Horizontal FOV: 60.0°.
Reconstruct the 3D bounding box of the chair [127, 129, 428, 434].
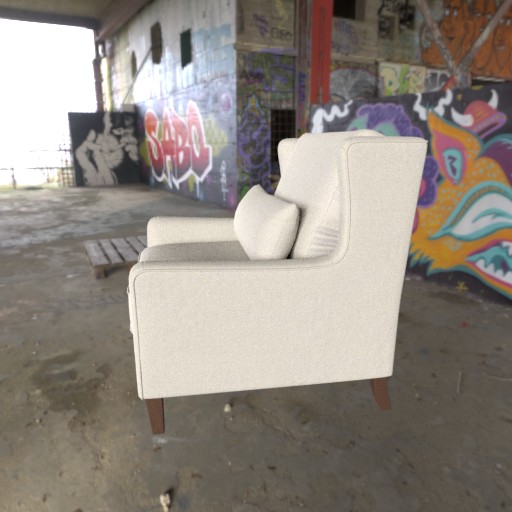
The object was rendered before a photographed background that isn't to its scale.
[{"bbox_3d":[0.000,0.000,1.943,1.040,1.056,0.982,-2,15,-9],"label":"chair"}]
